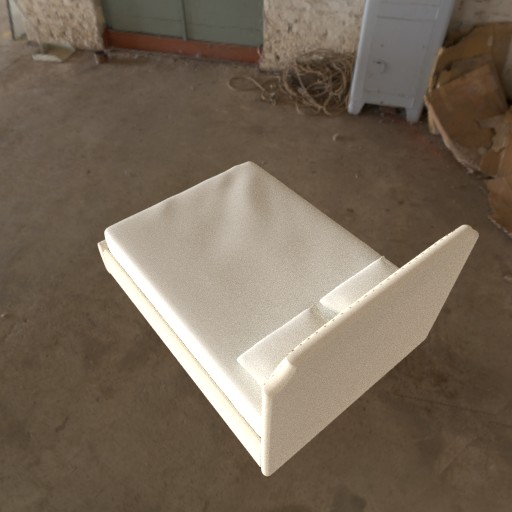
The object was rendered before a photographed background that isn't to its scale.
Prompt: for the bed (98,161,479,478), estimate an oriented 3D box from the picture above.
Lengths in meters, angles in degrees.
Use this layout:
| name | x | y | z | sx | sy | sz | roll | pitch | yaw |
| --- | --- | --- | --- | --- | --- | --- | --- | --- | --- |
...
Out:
| name | x | y | z | sx | sy | sz | roll | pitch | yaw |
| --- | --- | --- | --- | --- | --- | --- | --- | --- | --- |
| bed | 0.000 | 0.000 | 3.415 | 1.712 | 1.443 | 2.365 | -31 | 54 | -25 |
